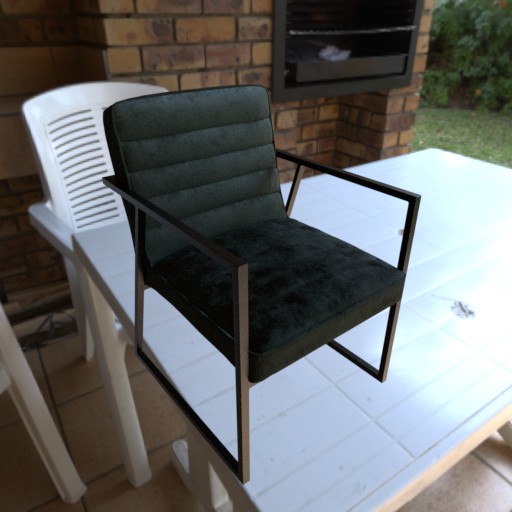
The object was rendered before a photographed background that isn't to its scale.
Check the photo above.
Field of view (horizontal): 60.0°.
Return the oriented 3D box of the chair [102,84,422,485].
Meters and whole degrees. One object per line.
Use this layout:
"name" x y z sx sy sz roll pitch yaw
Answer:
"chair" 0.000 0.000 1.255 0.571 0.833 0.677 -21 35 -33
